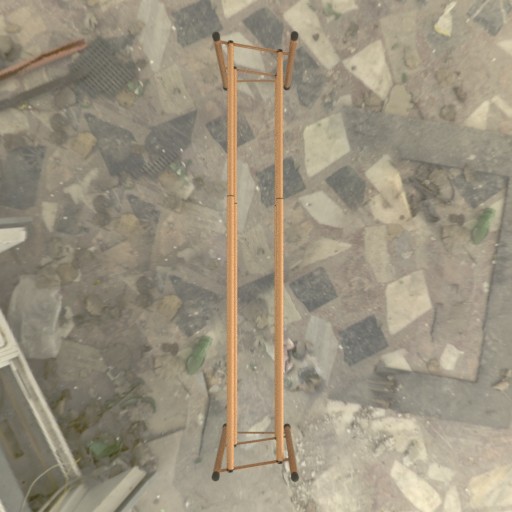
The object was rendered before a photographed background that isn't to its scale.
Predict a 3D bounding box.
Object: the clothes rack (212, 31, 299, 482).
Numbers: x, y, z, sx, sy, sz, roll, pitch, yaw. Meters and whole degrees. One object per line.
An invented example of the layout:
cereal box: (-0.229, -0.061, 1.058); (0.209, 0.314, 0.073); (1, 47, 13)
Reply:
clothes rack: (0.000, 0.000, 1.319); (0.229, 0.349, 1.168); (0, 89, 1)
